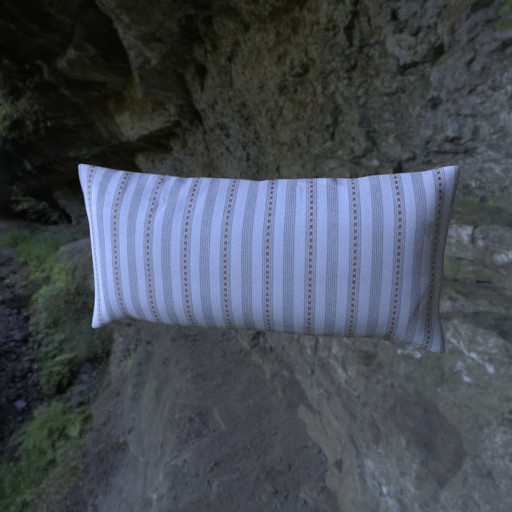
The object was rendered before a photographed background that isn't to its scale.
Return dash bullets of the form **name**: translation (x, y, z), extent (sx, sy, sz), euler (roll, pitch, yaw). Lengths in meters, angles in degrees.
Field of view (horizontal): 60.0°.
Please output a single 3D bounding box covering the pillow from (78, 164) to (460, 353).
- **pillow**: translation (0.000, 0.000, 0.723), extent (0.608, 0.291, 0.151), euler (2, 13, 10)
